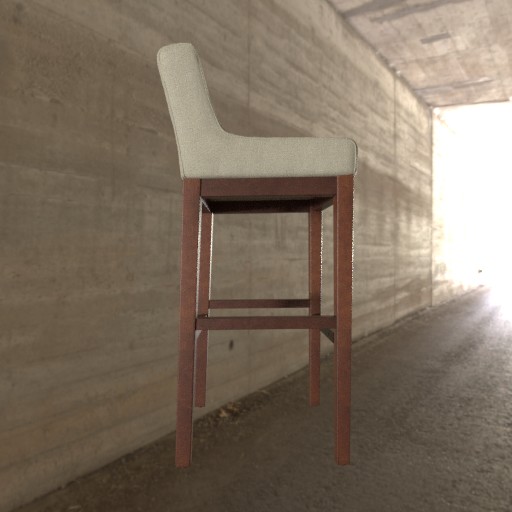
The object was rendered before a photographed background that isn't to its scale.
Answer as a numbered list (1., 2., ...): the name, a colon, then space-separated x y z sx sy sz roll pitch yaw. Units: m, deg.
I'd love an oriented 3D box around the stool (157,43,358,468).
1. stool: 0.000 0.000 1.310 0.500 1.037 0.511 0 0 -2
